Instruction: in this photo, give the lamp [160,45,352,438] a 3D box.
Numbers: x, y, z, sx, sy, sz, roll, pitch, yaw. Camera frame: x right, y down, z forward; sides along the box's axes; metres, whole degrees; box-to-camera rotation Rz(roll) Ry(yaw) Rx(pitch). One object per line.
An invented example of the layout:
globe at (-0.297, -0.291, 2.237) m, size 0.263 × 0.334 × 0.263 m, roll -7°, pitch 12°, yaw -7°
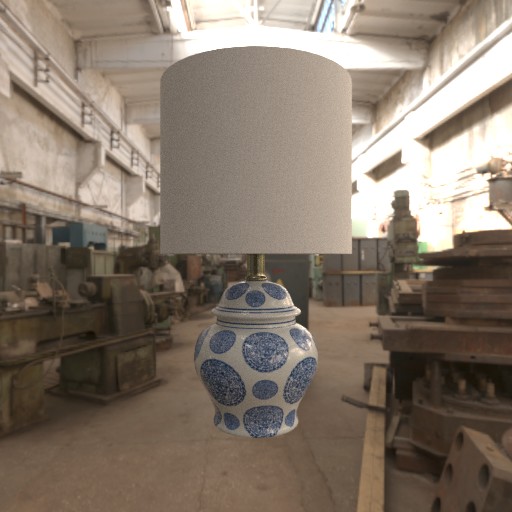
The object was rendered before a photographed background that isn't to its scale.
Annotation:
lamp at (0.000, 0.000, 0.508) m, size 0.215 × 0.381 × 0.215 m, roll 0°, pitch 0°, yaw 0°
